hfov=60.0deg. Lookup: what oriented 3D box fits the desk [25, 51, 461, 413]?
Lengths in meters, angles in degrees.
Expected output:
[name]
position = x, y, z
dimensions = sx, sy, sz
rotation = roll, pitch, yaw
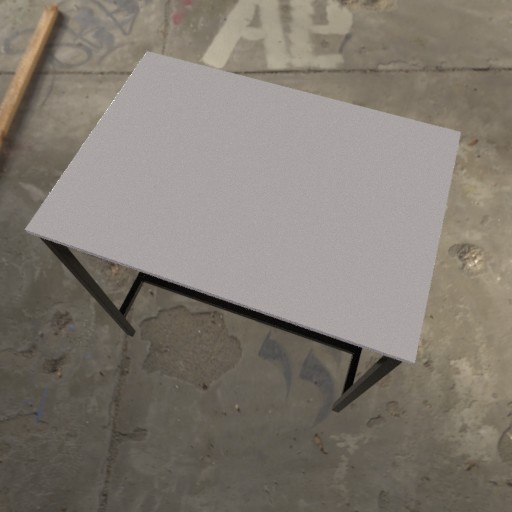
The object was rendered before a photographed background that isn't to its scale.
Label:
[desk]
position = 0.000, 0.000, 1.318
dimensions = 0.811, 0.766, 0.573
rotation = 18, 65, 9
